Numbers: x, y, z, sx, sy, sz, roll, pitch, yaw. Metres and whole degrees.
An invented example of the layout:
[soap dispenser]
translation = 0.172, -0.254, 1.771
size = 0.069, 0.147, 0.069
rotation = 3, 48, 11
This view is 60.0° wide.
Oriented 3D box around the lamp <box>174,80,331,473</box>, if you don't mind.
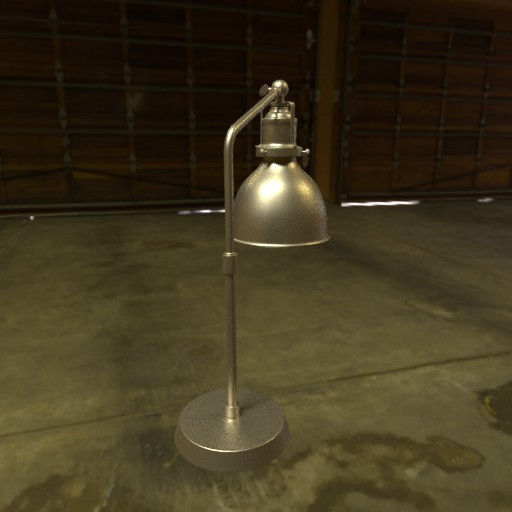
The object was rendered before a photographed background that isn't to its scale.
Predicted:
[lamp]
translation = 0.000, 0.000, 0.593
size = 0.153, 0.456, 0.286
rotation = 8, 16, 27
